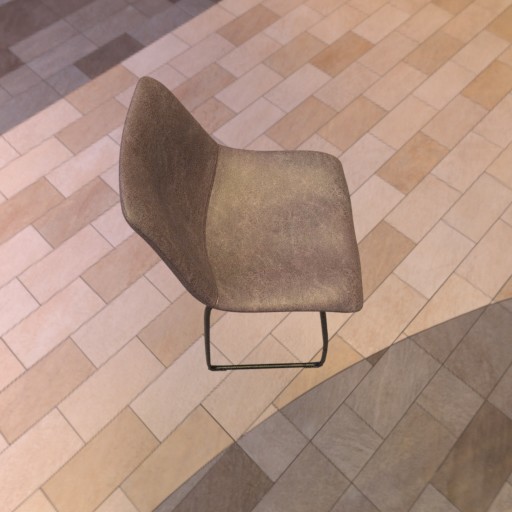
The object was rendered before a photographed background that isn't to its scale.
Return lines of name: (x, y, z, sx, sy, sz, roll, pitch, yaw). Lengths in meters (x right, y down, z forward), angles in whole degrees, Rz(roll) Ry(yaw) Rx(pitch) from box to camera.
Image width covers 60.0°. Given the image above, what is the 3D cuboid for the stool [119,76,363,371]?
stool: (0.000, 0.000, 1.384, 0.561, 1.082, 0.514, -2, 63, -1)
